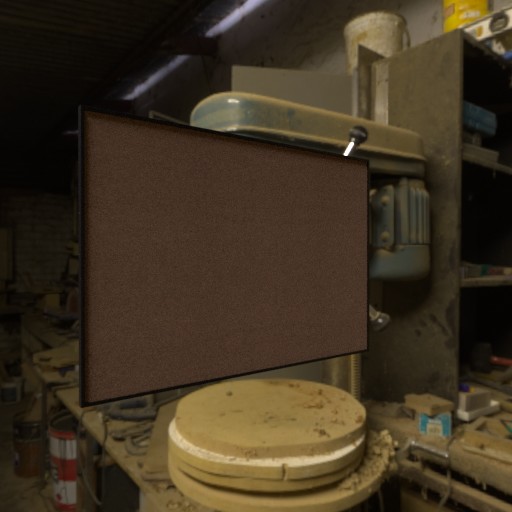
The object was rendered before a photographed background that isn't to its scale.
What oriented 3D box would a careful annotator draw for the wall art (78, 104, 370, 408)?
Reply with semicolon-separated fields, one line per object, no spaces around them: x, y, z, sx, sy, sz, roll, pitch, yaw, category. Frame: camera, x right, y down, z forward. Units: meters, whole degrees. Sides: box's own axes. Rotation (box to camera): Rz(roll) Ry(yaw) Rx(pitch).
0.000;0.000;1.254;0.957;0.660;0.019;0;0;-36;wall art
